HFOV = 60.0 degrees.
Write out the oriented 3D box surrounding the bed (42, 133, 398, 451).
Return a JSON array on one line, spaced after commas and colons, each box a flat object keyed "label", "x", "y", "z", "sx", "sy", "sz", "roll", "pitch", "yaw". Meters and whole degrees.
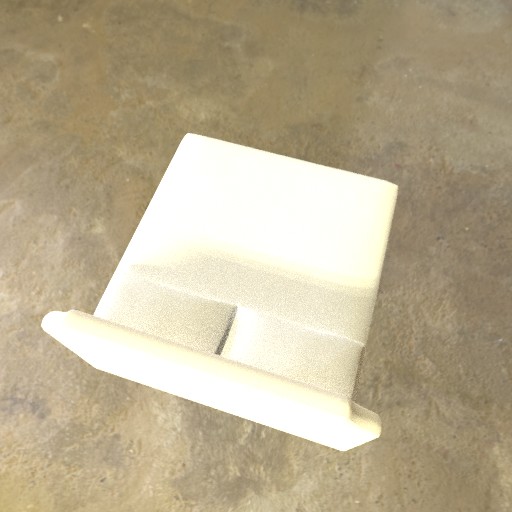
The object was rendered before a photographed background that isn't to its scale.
[{"label": "bed", "x": 0.000, "y": 0.000, "z": 3.472, "sx": 2.160, "sy": 1.301, "sz": 2.204, "roll": 16, "pitch": 64, "yaw": 8}]
